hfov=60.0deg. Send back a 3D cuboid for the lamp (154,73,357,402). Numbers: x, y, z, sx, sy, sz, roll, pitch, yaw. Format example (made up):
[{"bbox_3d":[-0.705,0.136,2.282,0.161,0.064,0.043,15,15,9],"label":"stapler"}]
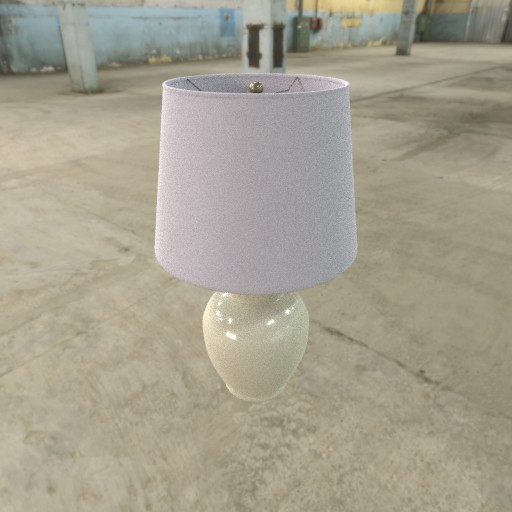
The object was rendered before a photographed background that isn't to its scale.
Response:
[{"bbox_3d":[0.000,0.000,0.543,0.239,0.399,0.239,0,27,0],"label":"lamp"}]
